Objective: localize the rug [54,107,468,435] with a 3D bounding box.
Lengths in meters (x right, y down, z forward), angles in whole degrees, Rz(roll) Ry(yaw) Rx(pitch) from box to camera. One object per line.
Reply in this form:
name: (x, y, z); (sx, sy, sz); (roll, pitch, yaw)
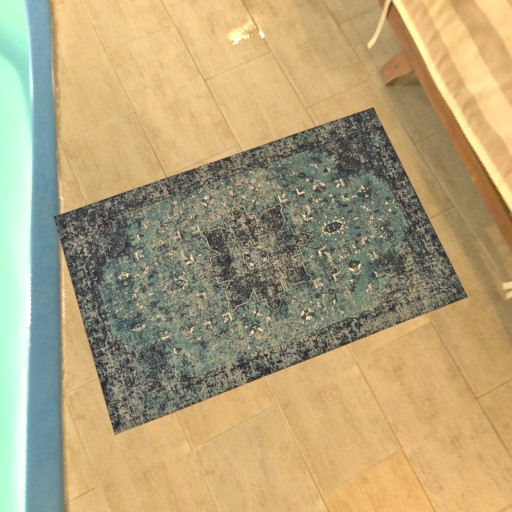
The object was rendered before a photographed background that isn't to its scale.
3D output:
rug: (0.000, 0.000, 3.016); (2.440, 0.007, 1.525); (-20, 77, -5)
